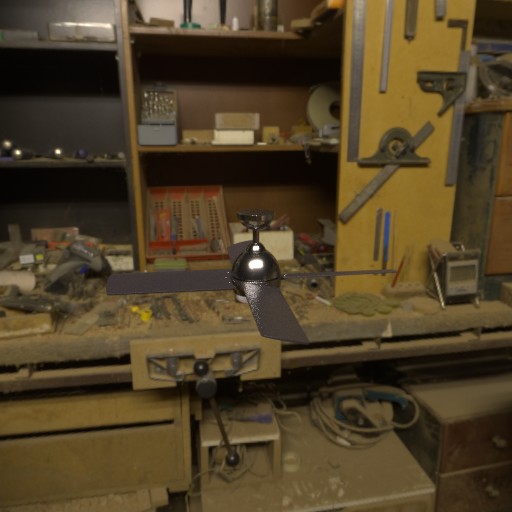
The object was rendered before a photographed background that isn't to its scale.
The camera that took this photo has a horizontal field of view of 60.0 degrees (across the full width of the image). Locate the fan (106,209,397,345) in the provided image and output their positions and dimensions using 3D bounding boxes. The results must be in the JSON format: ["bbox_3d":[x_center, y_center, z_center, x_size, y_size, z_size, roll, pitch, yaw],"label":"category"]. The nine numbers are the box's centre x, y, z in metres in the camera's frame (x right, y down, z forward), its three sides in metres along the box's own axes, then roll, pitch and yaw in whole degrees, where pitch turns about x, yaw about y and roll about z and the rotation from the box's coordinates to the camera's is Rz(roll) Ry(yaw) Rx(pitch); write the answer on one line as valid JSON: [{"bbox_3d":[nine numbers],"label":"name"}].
[{"bbox_3d":[0.000,0.000,2.025,1.332,0.403,1.332,-2,16,-8],"label":"fan"}]
